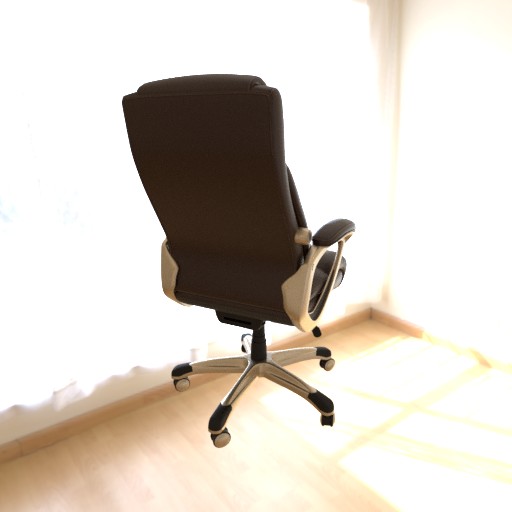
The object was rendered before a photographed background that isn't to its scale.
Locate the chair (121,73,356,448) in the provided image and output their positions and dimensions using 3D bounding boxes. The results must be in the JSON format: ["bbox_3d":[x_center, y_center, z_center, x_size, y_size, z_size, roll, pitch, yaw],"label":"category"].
[{"bbox_3d":[0.000,0.000,1.646,0.692,1.194,0.749,8,18,26],"label":"chair"}]
